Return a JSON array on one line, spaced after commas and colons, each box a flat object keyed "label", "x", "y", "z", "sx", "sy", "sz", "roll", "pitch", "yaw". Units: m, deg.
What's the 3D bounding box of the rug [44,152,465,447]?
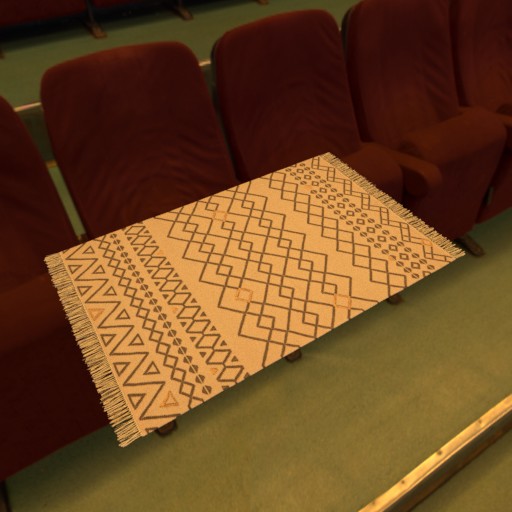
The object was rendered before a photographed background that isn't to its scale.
[{"label": "rug", "x": 0.000, "y": 0.000, "z": 2.458, "sx": 2.023, "sy": 0.028, "sz": 1.224, "roll": -24, "pitch": 50, "yaw": -22}]
